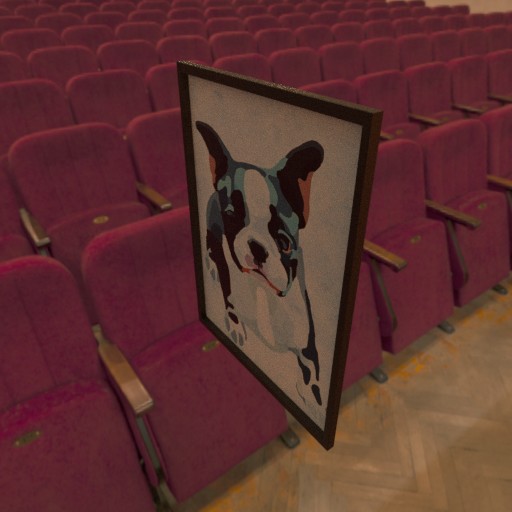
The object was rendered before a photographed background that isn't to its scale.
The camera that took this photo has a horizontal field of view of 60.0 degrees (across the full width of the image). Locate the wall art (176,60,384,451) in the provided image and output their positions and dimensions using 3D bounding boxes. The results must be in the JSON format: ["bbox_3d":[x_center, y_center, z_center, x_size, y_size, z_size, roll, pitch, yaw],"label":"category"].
[{"bbox_3d":[0.000,0.000,1.370,0.030,1.027,0.774,-22,38,-31],"label":"wall art"}]
